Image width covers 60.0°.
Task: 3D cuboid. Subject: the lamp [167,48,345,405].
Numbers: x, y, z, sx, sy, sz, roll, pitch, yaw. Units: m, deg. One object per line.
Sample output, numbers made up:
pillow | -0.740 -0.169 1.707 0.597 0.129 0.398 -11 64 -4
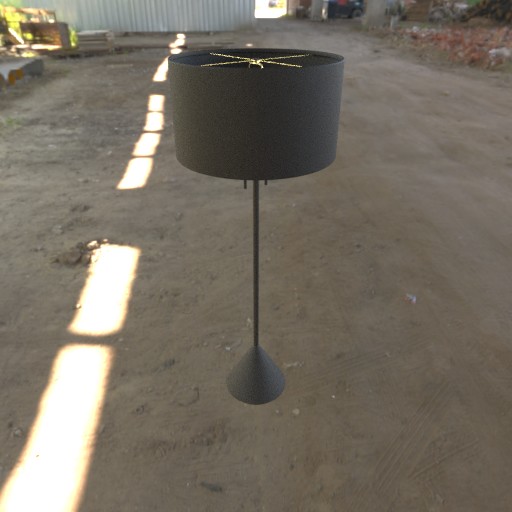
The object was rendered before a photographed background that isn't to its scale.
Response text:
lamp | 0.000 0.000 1.849 0.580 1.526 0.580 -23 37 -34
